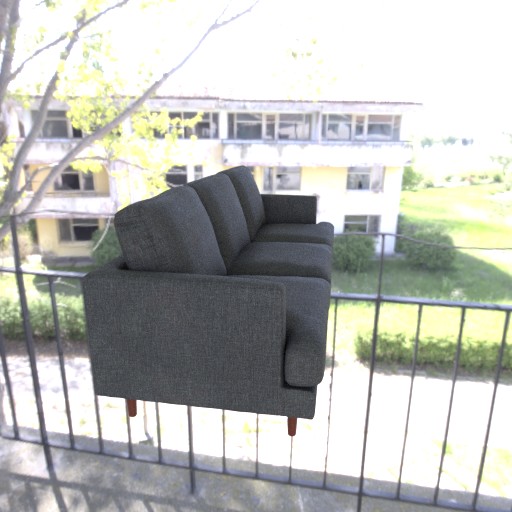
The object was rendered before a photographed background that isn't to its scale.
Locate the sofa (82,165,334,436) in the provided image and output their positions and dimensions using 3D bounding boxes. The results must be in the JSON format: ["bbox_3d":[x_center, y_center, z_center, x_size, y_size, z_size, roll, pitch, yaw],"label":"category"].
[{"bbox_3d":[0.000,0.000,2.650,0.903,0.930,2.246,3,16,10],"label":"sofa"}]
